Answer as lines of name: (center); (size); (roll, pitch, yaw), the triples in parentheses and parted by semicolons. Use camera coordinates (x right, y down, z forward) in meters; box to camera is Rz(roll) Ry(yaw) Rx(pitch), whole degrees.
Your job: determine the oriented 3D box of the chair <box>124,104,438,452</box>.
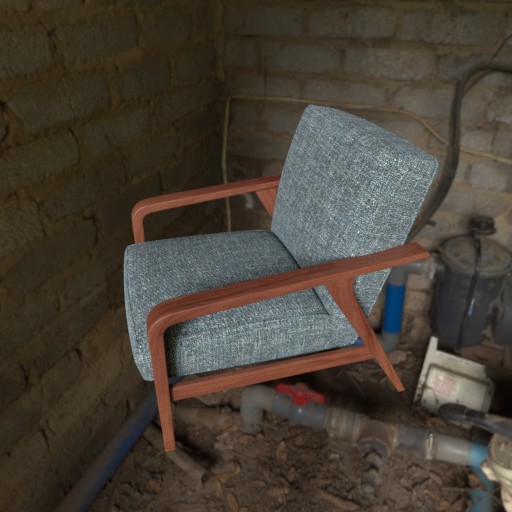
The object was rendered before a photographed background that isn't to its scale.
chair: (0.000, 0.000, 1.502); (0.889, 0.864, 0.719); (-9, 32, -14)
